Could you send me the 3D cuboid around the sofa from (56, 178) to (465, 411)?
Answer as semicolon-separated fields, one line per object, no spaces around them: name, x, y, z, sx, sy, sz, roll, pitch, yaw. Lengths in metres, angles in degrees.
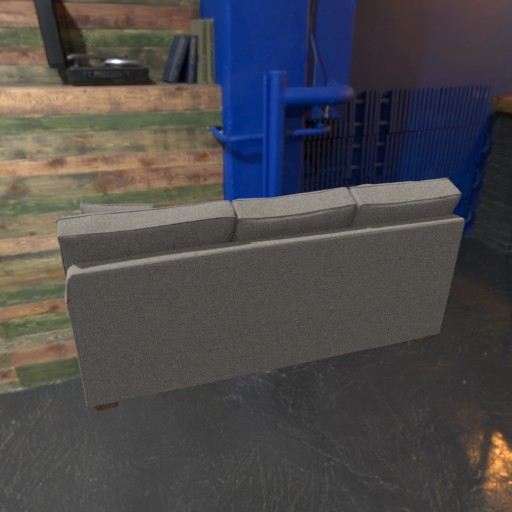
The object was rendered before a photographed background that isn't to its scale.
sofa;0.000;0.000;2.561;1.963;0.946;1.034;-8;26;-16
